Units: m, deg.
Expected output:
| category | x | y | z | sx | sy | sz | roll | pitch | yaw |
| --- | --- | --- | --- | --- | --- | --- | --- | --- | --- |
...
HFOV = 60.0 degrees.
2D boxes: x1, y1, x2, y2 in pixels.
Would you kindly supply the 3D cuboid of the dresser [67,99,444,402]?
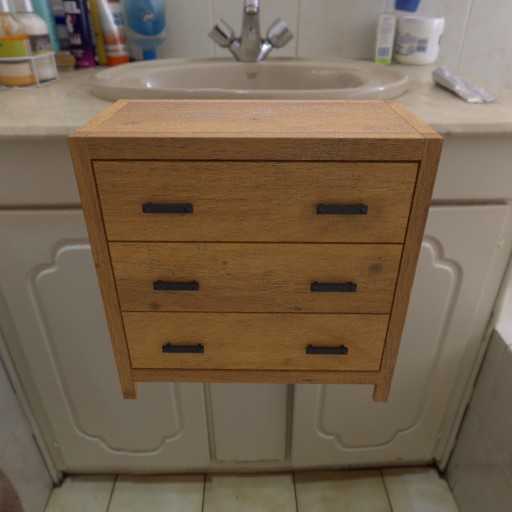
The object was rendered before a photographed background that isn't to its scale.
| category | x | y | z | sx | sy | sz | roll | pitch | yaw |
| --- | --- | --- | --- | --- | --- | --- | --- | --- | --- |
| dresser | 0.000 | 0.000 | 1.306 | 0.804 | 0.804 | 0.427 | 0 | 30 | 1 |
